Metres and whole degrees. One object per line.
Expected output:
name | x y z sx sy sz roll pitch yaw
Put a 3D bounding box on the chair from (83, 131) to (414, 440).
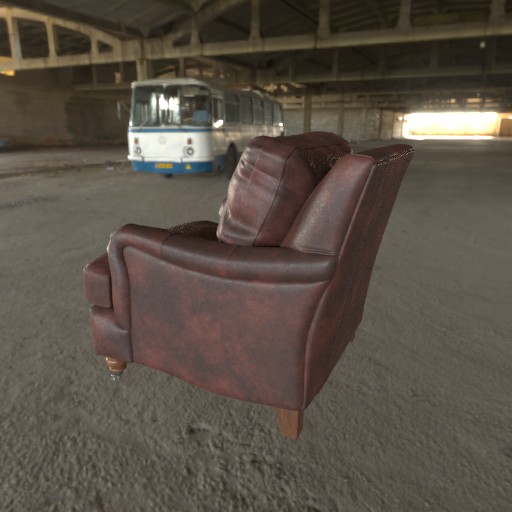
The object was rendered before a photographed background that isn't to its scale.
chair | 0.000 0.000 1.949 1.156 1.051 0.987 8 18 24
